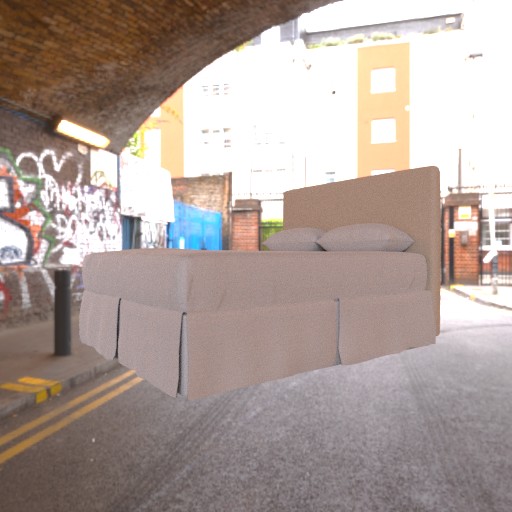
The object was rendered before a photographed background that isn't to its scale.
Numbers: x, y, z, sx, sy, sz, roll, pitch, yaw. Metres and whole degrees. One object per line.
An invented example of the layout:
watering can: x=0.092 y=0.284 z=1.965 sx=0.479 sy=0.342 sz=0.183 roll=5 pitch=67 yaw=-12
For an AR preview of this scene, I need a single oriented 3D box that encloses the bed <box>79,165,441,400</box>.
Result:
bed: x=0.000 y=0.000 z=3.273 sx=2.142 sy=1.330 sz=1.748 roll=0 pitch=0 yaw=-37
